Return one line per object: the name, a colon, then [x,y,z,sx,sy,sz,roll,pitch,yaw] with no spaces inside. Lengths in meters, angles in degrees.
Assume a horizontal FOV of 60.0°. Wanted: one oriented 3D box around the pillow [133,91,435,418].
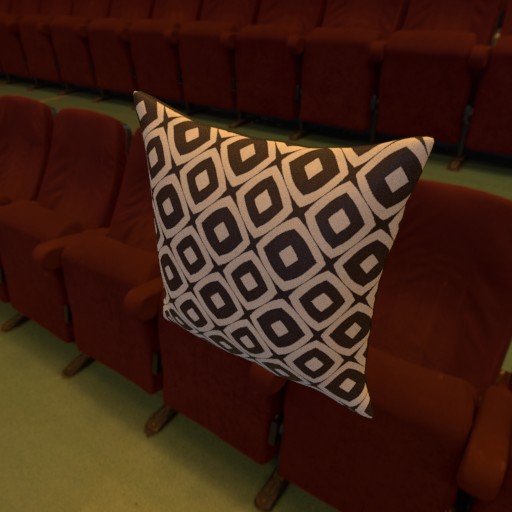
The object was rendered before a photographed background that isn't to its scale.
pillow: [0.000,0.000,0.765,0.504,0.494,0.188,19,36,29]
